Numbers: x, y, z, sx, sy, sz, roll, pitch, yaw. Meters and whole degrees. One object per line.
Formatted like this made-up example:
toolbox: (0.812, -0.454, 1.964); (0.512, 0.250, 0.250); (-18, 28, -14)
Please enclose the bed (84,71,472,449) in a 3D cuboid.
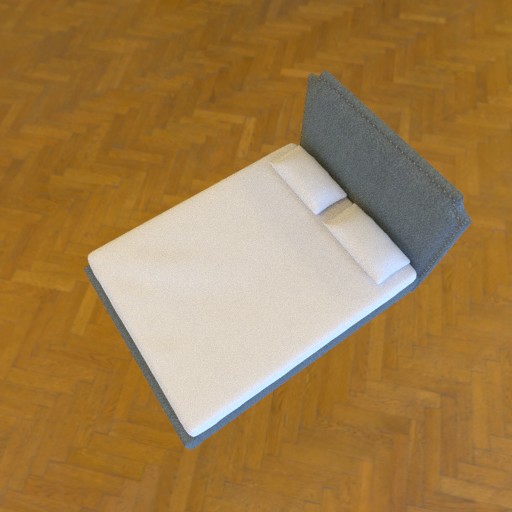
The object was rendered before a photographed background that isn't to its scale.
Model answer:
bed: (0.000, 0.000, 3.470); (2.372, 1.443, 1.712); (-32, 67, -15)
